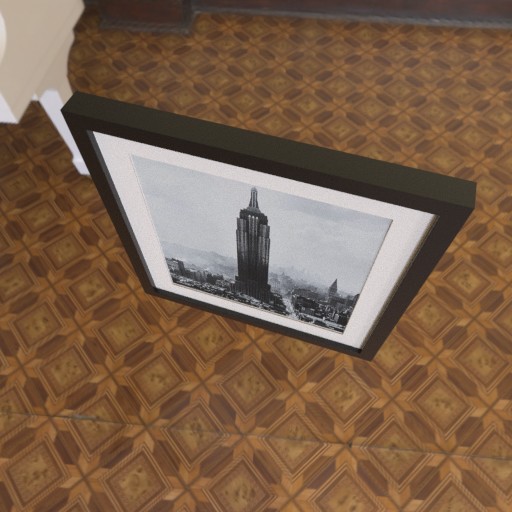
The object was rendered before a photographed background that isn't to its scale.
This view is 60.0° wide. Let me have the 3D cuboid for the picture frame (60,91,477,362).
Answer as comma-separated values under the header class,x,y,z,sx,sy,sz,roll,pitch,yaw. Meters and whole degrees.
class,x,y,z,sx,sy,sz,roll,pitch,yaw
picture frame,0.000,0.000,0.519,0.355,0.353,0.029,15,59,9
